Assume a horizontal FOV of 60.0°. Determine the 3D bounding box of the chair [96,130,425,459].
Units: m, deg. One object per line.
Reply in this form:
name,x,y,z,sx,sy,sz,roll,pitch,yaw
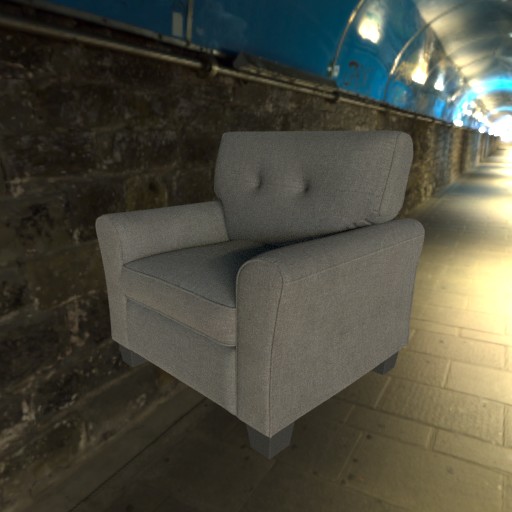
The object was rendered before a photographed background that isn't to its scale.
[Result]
chair,0.000,0.000,1.635,0.941,0.890,0.816,14,21,43
